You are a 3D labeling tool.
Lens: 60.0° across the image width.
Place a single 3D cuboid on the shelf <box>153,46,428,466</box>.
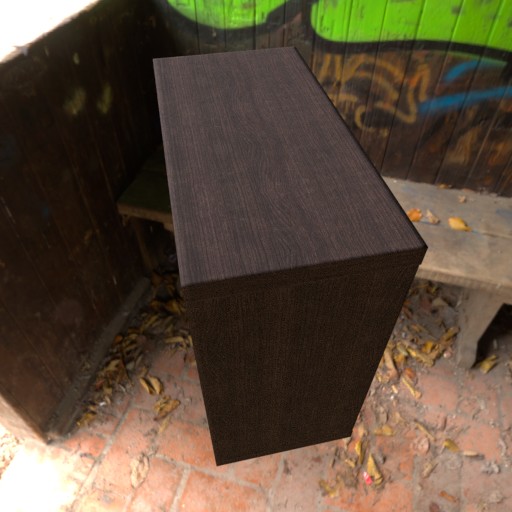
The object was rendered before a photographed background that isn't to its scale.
[{"bbox_3d":[0.000,0.000,1.224,0.390,0.786,0.790,-9,48,-8],"label":"shelf"}]
